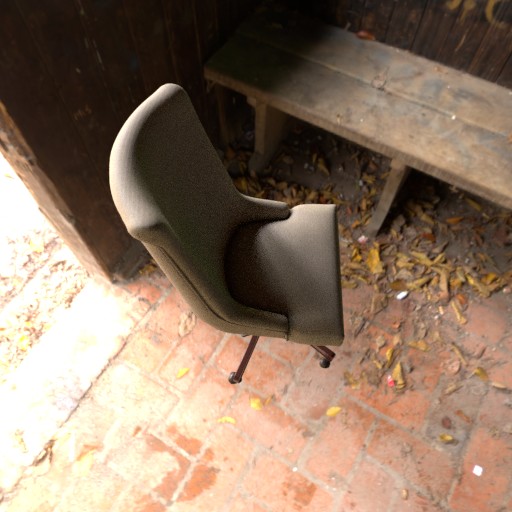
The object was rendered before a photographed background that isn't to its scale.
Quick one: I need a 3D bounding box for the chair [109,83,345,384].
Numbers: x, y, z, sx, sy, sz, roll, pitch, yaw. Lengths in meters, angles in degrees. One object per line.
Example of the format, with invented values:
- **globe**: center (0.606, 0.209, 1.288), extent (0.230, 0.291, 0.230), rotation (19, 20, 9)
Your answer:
- **chair**: center (0.000, 0.000, 1.473), extent (0.696, 1.010, 0.645), rotation (2, 62, 1)
